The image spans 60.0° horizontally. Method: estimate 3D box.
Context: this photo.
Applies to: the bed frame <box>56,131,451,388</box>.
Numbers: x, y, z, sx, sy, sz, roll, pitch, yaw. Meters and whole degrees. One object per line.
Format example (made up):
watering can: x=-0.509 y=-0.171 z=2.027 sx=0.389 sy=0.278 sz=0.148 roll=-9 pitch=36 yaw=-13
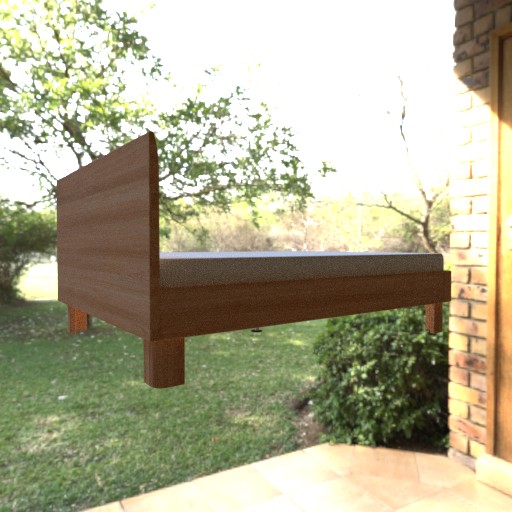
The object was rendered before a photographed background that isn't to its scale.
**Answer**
bed frame: x=0.000 y=0.000 z=2.747 sx=1.992 sy=0.940 sz=1.472 roll=-1 pitch=2 yaw=-36
